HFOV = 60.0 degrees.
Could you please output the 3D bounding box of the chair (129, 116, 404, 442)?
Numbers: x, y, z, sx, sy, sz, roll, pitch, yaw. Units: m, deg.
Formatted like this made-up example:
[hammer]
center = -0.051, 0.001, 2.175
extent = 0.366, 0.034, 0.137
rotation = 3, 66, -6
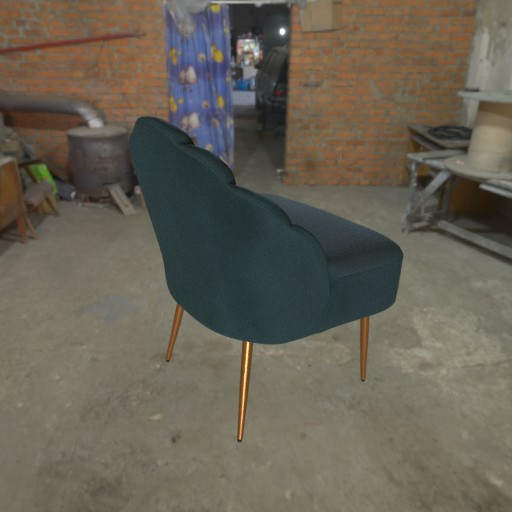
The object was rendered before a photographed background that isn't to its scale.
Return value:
[chair]
center = 0.000, 0.000, 1.279
extent = 0.599, 0.819, 0.657
rotation = -18, 30, -33
